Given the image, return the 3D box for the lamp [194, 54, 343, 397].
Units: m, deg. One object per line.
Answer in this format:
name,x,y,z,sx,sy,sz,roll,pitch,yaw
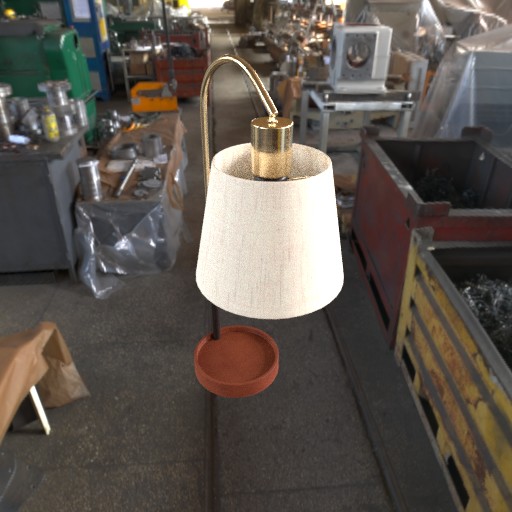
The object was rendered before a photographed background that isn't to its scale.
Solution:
lamp,0.000,0.000,0.654,0.211,0.536,0.273,-22,38,-32
